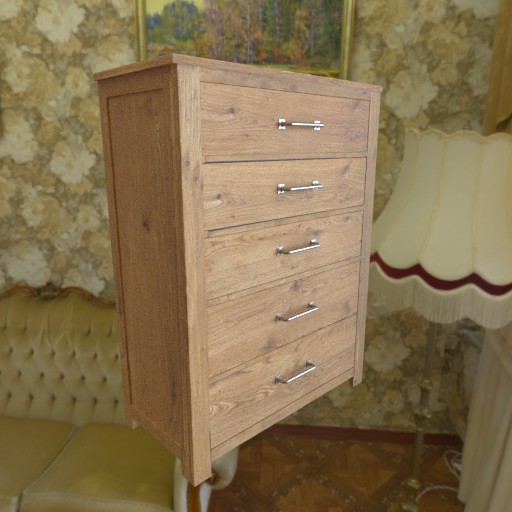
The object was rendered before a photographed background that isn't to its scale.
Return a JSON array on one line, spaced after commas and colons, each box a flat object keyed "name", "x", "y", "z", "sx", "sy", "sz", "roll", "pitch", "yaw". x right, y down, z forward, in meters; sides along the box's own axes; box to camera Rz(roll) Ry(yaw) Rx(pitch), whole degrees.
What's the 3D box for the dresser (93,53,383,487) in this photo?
[{"name": "dresser", "x": 0.000, "y": 0.000, "z": 1.921, "sx": 1.081, "sy": 1.431, "sz": 0.558, "roll": -13, "pitch": 19, "yaw": -42}]
